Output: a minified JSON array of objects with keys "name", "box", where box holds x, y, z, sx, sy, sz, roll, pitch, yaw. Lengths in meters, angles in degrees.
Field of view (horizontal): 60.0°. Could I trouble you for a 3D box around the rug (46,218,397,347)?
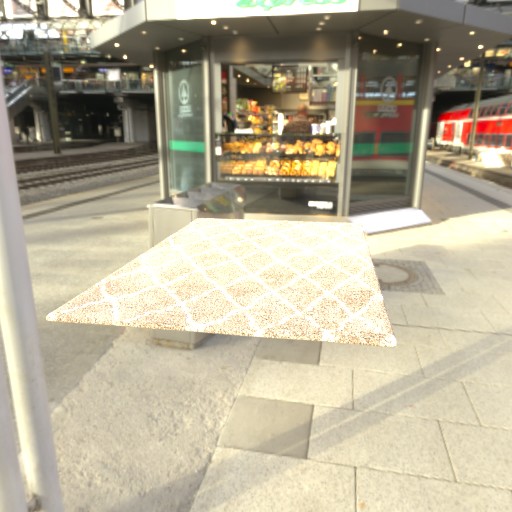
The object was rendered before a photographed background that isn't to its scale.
[{"name":"rug","box":[0.000,0.000,3.470,1.778,0.030,2.743,3,16,9]}]
